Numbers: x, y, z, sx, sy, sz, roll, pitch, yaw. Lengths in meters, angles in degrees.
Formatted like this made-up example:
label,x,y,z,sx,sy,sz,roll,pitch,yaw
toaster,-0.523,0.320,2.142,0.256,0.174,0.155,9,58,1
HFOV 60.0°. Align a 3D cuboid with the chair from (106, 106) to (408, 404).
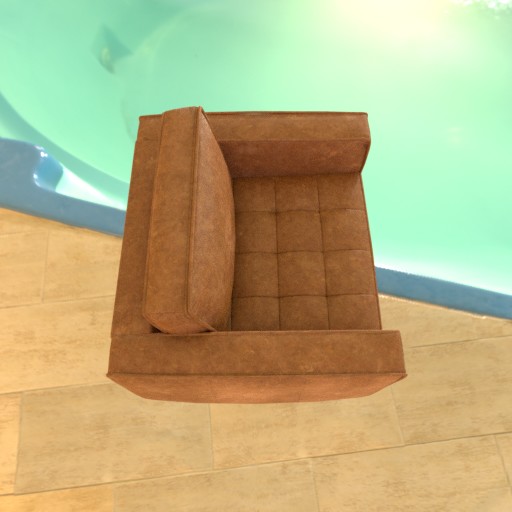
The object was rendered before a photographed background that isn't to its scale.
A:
label,x,y,z,sx,sy,sz,roll,pitch,yaw
chair,0.000,0.000,1.503,0.798,0.767,0.928,-1,65,0
